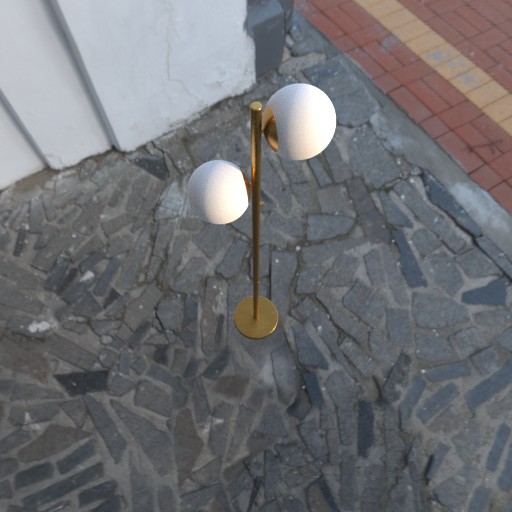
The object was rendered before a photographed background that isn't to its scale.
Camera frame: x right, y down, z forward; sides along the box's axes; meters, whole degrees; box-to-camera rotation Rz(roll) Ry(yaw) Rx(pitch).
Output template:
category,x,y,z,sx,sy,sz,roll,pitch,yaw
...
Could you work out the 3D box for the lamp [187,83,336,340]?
category,x,y,z,sx,sy,sz,roll,pitch,yaw
lamp,0.000,0.000,1.785,0.419,1.641,0.249,-14,65,-7
